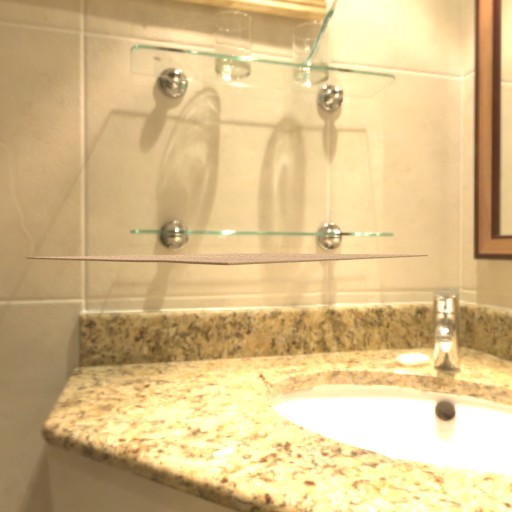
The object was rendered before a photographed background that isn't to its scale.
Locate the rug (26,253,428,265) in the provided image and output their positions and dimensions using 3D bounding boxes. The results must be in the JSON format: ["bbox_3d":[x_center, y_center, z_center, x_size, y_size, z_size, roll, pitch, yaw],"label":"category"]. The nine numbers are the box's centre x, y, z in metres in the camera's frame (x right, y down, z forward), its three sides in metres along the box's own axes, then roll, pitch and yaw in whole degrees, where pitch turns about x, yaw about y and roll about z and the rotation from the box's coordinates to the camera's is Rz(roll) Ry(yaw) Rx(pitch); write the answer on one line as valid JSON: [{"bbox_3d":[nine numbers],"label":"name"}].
[{"bbox_3d":[0.000,0.000,2.353,1.232,0.015,1.825,1,1,38],"label":"rug"}]
